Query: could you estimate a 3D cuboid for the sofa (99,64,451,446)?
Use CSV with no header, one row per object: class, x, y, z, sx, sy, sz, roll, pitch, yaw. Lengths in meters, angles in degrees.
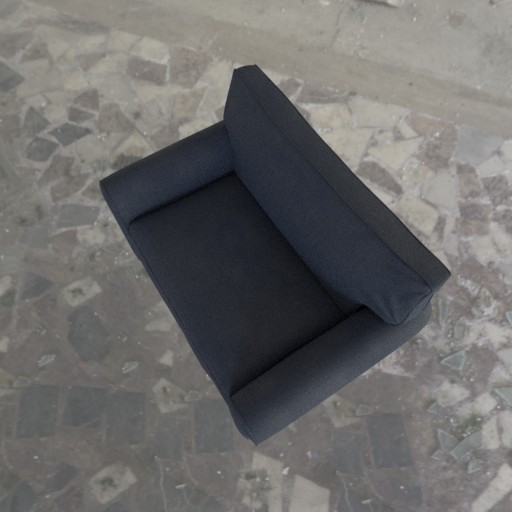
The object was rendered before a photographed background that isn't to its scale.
sofa,0.000,0.000,2.082,0.938,1.004,1.405,-30,67,-14
